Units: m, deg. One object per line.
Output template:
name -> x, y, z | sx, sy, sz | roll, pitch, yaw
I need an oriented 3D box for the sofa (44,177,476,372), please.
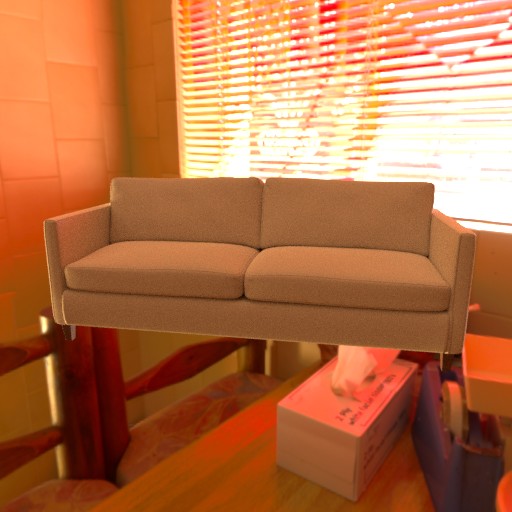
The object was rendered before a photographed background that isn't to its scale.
sofa -> 0.000, 0.000, 2.834 | 2.361, 0.962, 0.951 | 2, 14, 10
